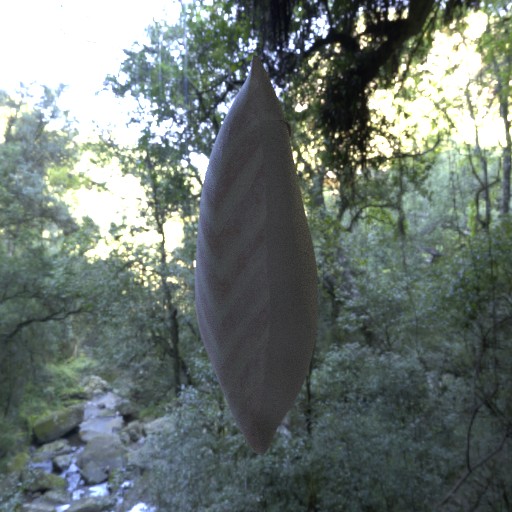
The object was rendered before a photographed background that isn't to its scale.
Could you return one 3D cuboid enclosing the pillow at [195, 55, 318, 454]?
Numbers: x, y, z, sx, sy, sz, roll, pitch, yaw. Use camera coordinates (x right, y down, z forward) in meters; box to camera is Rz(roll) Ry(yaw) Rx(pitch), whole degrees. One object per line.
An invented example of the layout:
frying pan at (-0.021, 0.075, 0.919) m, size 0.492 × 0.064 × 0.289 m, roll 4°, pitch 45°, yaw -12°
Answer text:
pillow at (0.000, 0.000, 0.686) m, size 0.182 × 0.441 × 0.440 m, roll 0°, pitch 0°, yaw 1°
